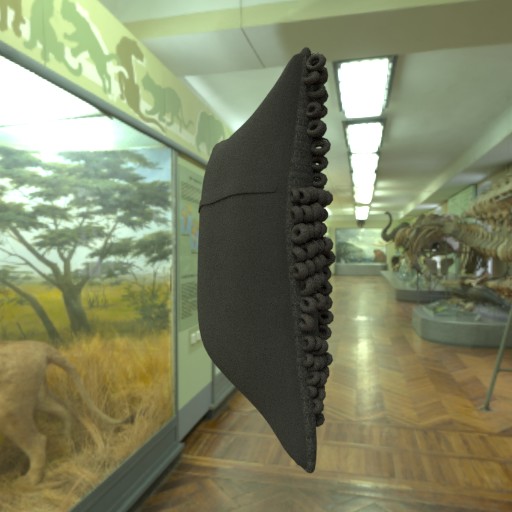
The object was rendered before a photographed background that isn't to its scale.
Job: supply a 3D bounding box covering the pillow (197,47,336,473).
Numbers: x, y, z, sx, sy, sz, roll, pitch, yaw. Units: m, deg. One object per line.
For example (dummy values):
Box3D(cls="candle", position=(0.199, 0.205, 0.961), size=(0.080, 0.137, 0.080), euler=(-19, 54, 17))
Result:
Box3D(cls="pillow", position=(0.000, 0.000, 0.702), size=(0.172, 0.467, 0.470), euler=(0, 1, -17))
